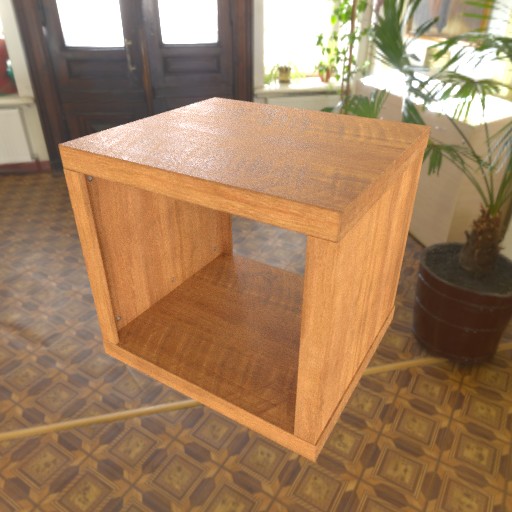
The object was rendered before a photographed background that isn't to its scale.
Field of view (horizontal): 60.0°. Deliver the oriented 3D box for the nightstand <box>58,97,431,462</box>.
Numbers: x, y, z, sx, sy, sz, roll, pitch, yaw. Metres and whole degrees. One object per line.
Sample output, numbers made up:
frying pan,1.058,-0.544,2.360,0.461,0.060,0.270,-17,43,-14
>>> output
nightstand,0.000,0.000,0.893,0.493,0.491,0.436,17,35,27
